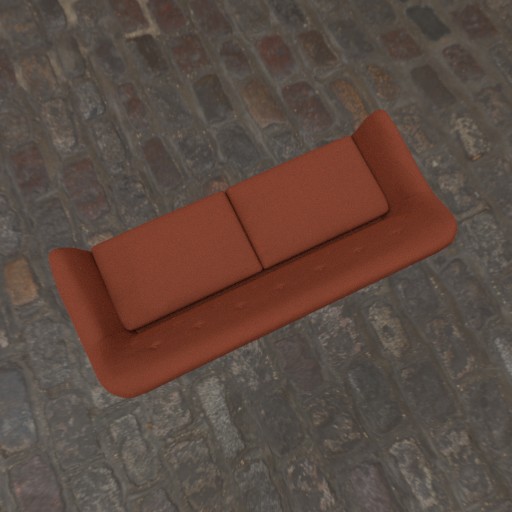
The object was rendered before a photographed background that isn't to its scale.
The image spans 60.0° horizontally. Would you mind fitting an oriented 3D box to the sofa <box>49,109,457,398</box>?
[{"bbox_3d":[0.000,0.000,2.272,1.840,0.836,0.820,-25,76,-7],"label":"sofa"}]
